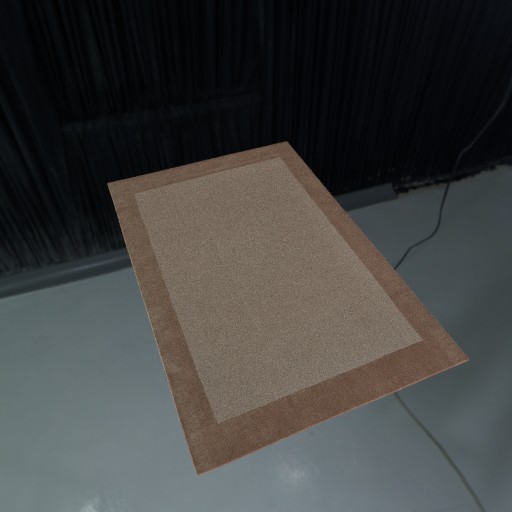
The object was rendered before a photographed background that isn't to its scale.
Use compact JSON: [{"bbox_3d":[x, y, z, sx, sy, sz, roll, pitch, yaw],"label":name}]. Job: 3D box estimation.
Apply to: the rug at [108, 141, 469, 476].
[{"bbox_3d":[0.000,0.000,2.316,1.219,0.014,1.829,-17,49,-15],"label":"rug"}]
